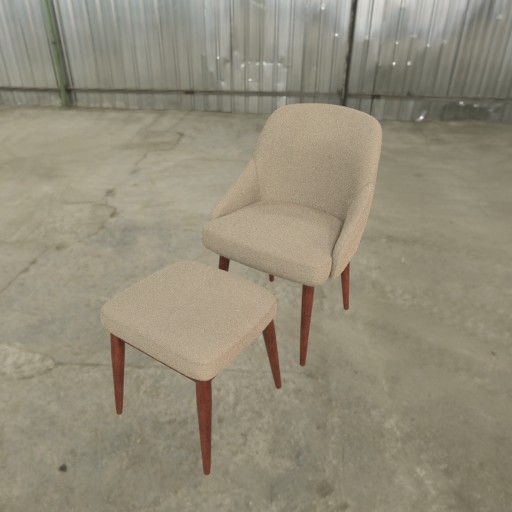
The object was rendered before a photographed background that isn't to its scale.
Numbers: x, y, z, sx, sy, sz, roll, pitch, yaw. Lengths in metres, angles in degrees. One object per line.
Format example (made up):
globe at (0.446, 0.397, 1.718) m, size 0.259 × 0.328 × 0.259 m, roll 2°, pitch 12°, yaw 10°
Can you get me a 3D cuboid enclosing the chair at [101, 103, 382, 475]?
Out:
chair at (0.000, 0.000, 1.604) m, size 0.584 × 0.866 × 1.114 m, roll 19°, pitch 36°, yaw 29°
